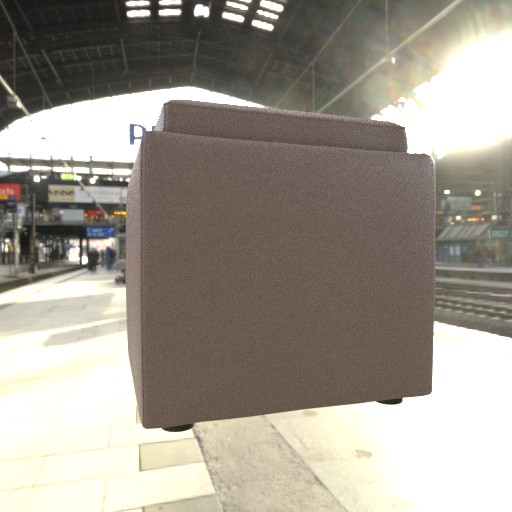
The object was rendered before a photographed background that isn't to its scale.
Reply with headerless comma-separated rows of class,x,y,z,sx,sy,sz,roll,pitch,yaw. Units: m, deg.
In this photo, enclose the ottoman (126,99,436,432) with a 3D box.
ottoman,0.000,0.000,0.815,0.450,0.460,0.451,0,0,-18
